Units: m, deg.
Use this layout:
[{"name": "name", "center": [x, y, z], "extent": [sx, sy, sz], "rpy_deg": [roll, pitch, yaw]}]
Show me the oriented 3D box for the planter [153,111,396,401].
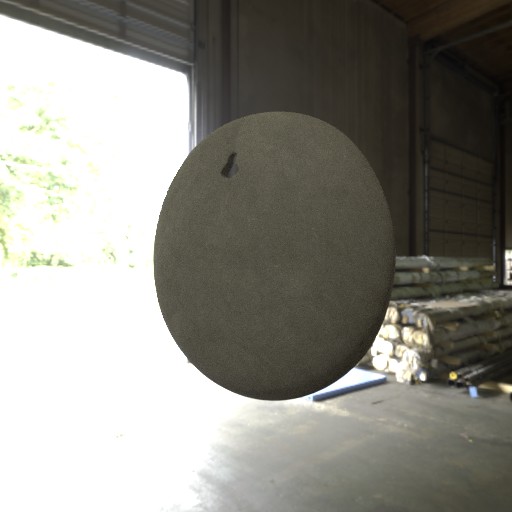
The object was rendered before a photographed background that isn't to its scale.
[{"name": "planter", "center": [0.000, 0.000, 0.294], "extent": [0.185, 0.188, 0.071], "rpy_deg": [0, -1, 35]}]
